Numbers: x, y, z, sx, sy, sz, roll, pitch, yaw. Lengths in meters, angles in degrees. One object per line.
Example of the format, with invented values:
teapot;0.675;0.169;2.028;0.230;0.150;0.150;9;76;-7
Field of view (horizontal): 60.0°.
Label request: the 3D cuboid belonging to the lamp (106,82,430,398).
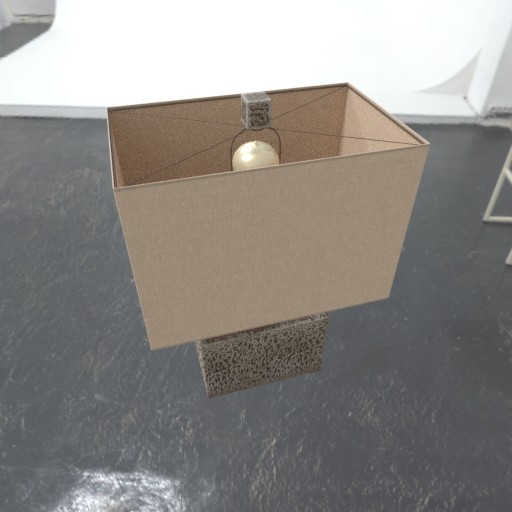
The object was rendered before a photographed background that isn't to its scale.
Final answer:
lamp;0.000;0.000;0.570;0.294;0.411;0.180;-11;41;-12
